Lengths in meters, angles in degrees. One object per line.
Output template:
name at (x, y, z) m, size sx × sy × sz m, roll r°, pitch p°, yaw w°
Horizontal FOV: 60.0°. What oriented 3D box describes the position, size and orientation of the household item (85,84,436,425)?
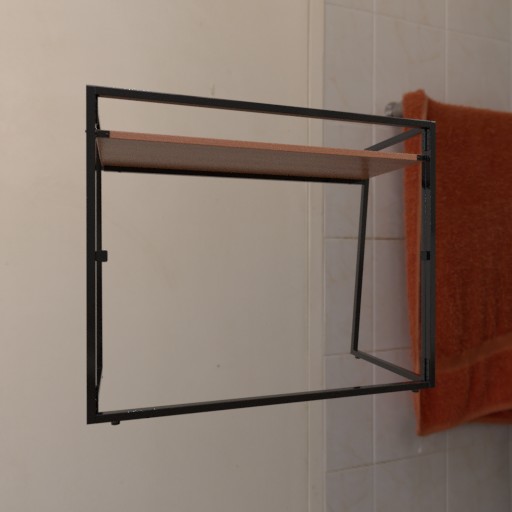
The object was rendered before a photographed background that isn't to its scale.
household item at (0.000, 0.000, 1.505) m, size 1.050 × 0.860 × 0.510 m, roll 0°, pitch 0°, yaw -17°
